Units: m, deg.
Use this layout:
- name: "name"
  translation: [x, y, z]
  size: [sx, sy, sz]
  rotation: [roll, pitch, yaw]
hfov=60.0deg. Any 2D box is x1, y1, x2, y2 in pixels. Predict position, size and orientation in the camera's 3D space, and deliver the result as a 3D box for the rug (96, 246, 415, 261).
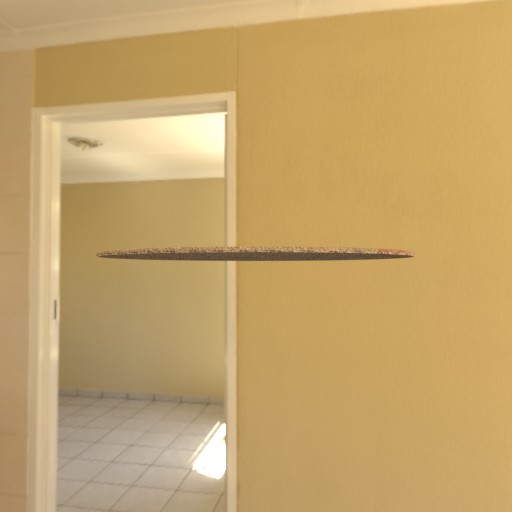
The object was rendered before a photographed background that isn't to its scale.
- name: "rug"
  translation: [0.000, 0.000, 3.625]
  size: [2.461, 0.033, 2.461]
  rotation: [0, -2, 0]
